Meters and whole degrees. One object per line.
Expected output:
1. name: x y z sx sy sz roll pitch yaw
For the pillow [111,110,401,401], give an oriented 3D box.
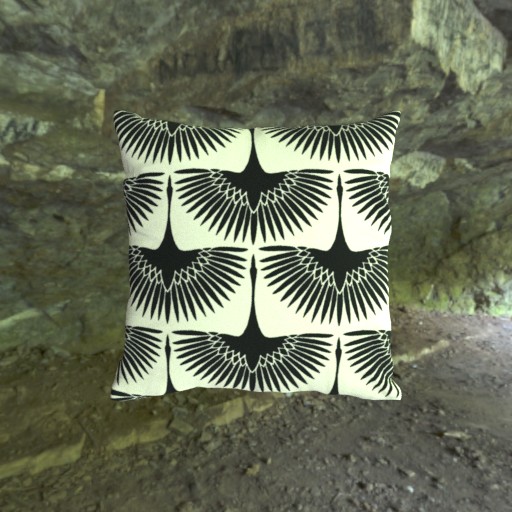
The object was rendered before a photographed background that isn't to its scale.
1. pillow: 0.000 0.000 0.661 0.432 0.432 0.139 0 0 0
